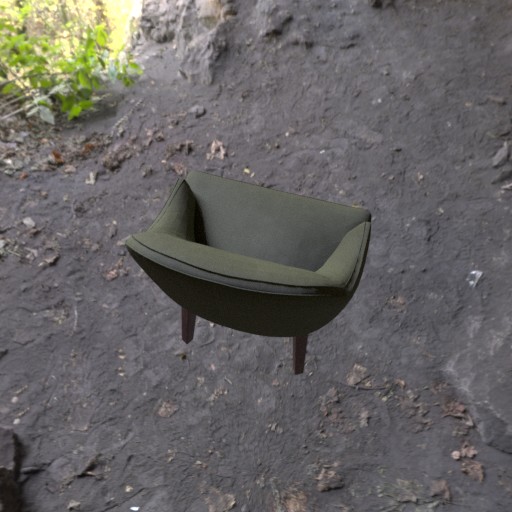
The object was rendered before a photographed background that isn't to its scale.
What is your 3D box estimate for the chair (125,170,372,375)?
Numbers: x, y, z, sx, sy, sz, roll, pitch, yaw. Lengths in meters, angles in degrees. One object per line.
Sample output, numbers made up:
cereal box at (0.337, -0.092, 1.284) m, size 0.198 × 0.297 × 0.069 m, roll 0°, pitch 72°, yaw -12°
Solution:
chair at (0.000, 0.000, 1.311) m, size 0.643 × 0.889 × 0.575 m, roll 14°, pitch 65°, yaw 7°
